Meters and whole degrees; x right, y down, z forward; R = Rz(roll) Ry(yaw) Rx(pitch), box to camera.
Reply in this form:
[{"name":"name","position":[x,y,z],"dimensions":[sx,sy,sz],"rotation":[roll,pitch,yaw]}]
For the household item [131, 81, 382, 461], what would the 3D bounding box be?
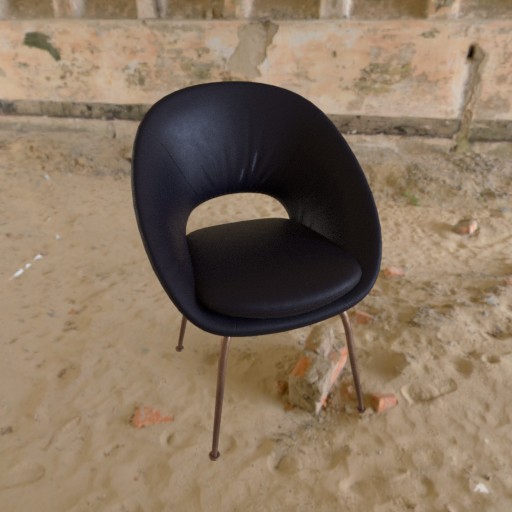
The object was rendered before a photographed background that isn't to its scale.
[{"name":"household item","position":[0.000,0.000,1.245],"dimensions":[0.623,0.852,0.573],"rotation":[-10,31,-18]}]
